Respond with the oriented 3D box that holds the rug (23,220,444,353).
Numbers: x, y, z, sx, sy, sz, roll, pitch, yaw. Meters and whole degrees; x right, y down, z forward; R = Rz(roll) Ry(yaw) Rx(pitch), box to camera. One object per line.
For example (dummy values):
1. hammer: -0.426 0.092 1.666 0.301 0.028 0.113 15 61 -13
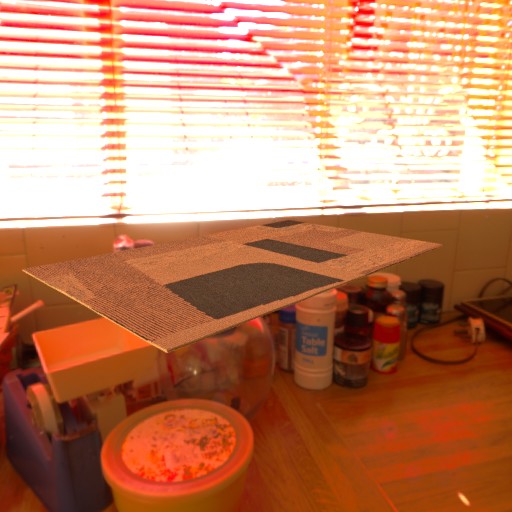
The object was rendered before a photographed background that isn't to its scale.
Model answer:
1. rug: 0.000 0.000 2.964 1.521 0.015 2.436 14 20 43
